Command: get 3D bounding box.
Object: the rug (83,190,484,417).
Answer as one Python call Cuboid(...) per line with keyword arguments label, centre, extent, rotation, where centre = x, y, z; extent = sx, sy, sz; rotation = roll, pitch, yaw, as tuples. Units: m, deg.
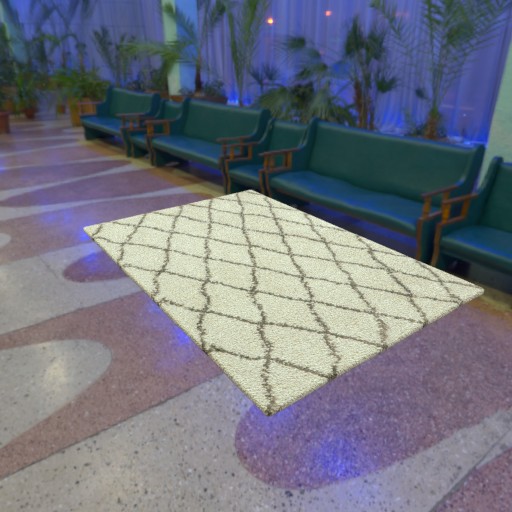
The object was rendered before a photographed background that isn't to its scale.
Cuboid(label="rug", centre=(0.000, 0.000, 2.282), extent=(1.219, 0.030, 1.778), rotation=(-18, 31, -32))
